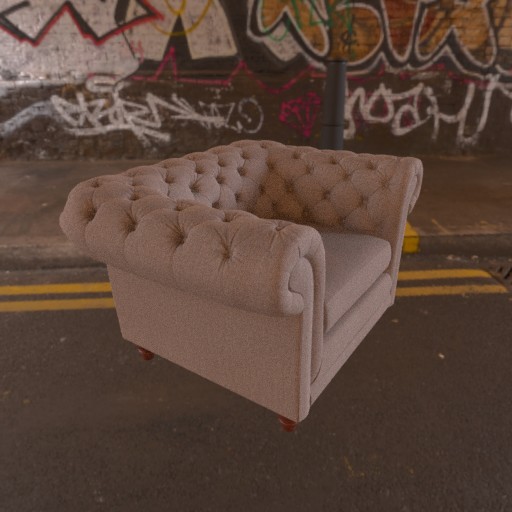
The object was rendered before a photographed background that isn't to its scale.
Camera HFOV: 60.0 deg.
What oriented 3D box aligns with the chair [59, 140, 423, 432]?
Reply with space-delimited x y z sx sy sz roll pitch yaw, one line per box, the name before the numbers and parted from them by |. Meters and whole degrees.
chair | 0.000 0.000 1.874 0.976 0.770 1.270 16 29 31
